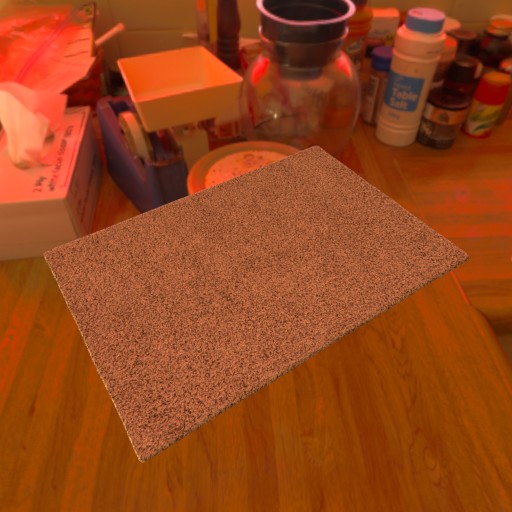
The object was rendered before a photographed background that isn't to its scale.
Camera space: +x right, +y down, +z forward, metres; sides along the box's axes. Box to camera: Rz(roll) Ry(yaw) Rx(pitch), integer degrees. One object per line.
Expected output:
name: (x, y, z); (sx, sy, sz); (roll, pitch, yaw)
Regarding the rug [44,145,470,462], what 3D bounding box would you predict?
rug: (0.000, 0.000, 2.235); (1.778, 0.030, 1.219); (-26, 52, -22)
